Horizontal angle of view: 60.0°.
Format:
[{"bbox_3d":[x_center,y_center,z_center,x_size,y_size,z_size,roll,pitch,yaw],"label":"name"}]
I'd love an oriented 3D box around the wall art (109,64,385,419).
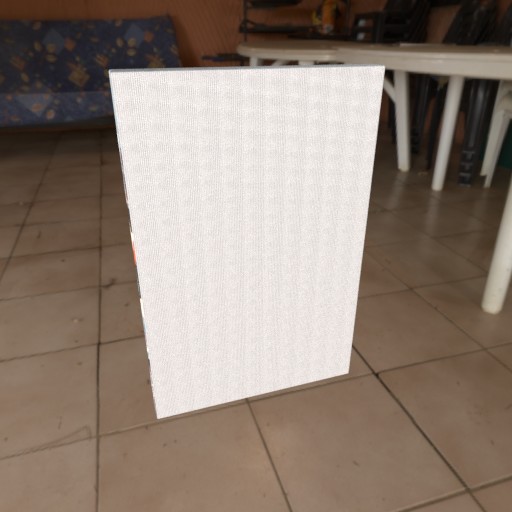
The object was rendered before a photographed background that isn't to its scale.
[{"bbox_3d":[0.000,0.000,1.160,0.609,0.911,0.061,-8,28,-16],"label":"wall art"}]
